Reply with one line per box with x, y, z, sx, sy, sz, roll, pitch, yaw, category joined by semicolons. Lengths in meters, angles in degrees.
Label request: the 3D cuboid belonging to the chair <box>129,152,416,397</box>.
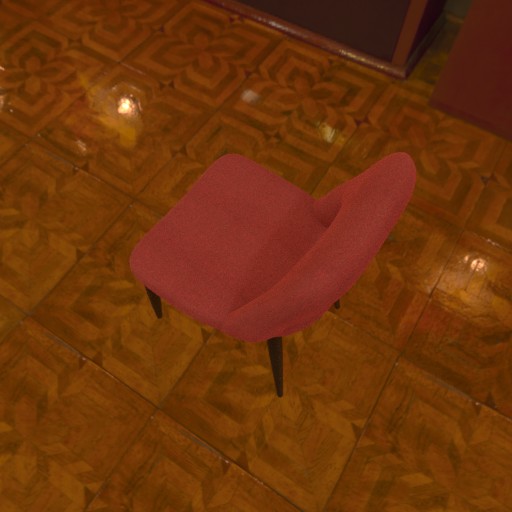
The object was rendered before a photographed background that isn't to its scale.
0.000;0.000;1.204;0.569;0.892;0.483;32;67;15;chair
